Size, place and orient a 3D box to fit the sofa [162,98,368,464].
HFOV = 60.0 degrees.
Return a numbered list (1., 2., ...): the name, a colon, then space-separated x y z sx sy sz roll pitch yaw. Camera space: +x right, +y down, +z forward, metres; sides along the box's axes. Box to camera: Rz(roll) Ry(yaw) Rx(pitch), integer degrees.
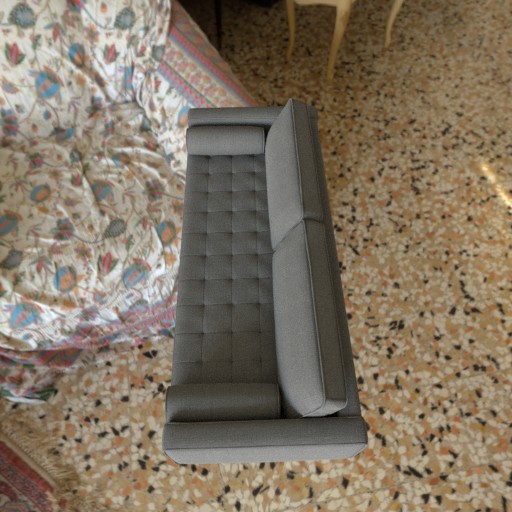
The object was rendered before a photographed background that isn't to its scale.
1. sofa: 0.000 0.000 2.630 0.914 0.762 2.198 -1 58 -1
